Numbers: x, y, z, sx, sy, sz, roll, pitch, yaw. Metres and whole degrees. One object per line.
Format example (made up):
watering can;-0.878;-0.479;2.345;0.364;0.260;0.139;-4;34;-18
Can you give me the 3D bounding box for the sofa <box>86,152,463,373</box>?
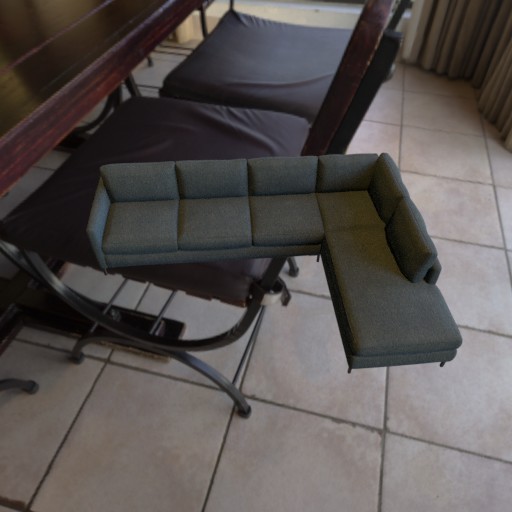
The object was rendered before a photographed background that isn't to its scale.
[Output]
sofa;0.000;0.000;3.859;2.949;0.815;2.007;-3;47;-3
